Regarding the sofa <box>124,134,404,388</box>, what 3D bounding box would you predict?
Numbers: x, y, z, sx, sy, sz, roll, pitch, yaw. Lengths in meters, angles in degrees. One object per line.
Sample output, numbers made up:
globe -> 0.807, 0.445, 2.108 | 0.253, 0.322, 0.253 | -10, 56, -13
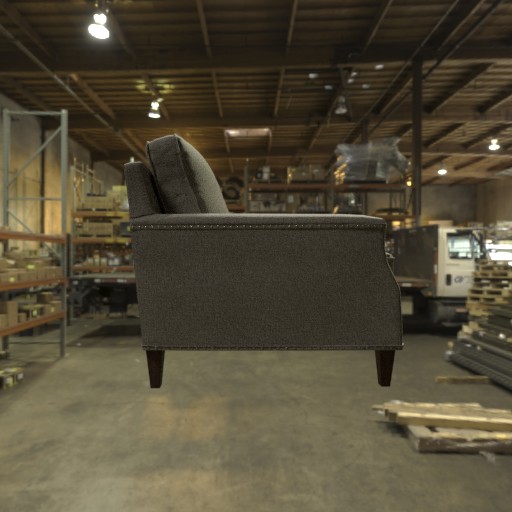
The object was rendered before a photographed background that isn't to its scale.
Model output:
sofa -> 0.000, 0.000, 2.764 | 1.084, 1.003, 2.246 | 0, 0, -1
